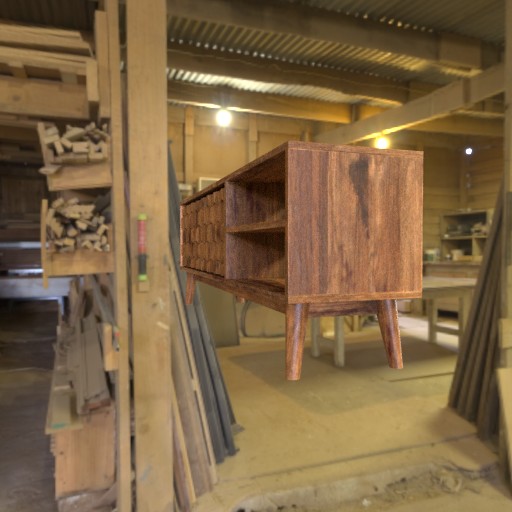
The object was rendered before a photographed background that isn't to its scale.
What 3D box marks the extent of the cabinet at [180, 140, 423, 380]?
[{"bbox_3d":[0.000,0.000,1.691,0.349,0.528,1.448,0,1,-19],"label":"cabinet"}]
